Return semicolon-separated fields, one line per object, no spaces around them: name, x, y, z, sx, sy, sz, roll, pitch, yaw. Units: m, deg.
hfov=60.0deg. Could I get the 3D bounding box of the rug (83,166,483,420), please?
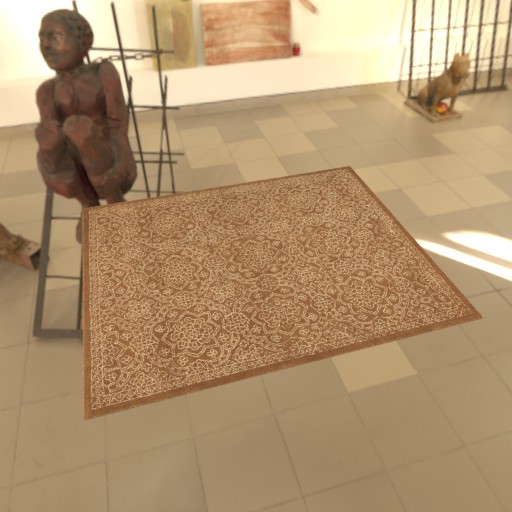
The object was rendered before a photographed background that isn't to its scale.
rug;0.000;0.000;4.070;3.050;0.015;2.441;-11;43;-12
